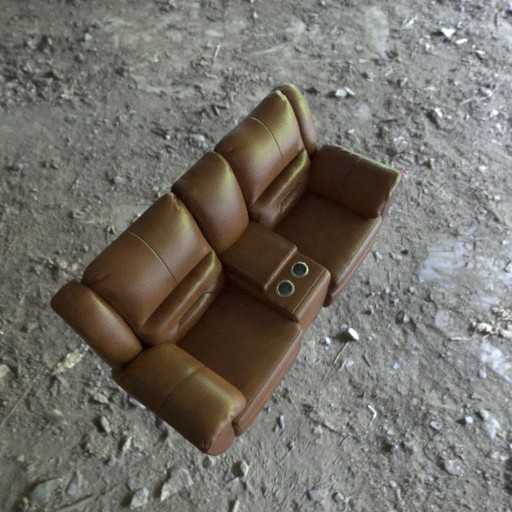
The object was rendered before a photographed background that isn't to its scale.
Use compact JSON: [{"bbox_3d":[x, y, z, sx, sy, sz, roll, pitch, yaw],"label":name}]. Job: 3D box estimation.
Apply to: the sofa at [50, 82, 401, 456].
[{"bbox_3d":[0.000,0.000,2.643,0.991,1.043,2.058,31,63,18],"label":"sofa"}]
